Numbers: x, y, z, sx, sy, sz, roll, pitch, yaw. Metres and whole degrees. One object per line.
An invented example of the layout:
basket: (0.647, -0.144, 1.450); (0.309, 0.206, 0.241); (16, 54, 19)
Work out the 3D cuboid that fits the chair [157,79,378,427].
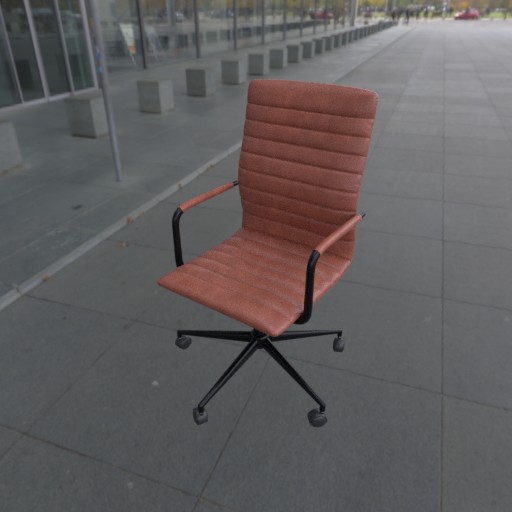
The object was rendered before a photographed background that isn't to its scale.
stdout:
chair: (0.000, 0.000, 1.274); (0.600, 0.878, 0.578); (19, 34, 30)
